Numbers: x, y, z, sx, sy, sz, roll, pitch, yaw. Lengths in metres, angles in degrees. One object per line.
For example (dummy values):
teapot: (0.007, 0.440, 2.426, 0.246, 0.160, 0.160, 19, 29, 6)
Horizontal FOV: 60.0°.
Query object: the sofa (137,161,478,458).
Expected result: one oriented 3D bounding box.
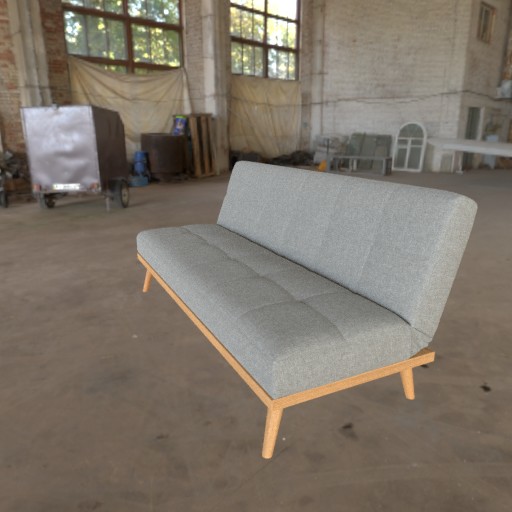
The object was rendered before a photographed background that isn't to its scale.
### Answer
sofa: (0.000, 0.000, 2.185, 0.800, 0.800, 1.820, -8, 18, -26)
